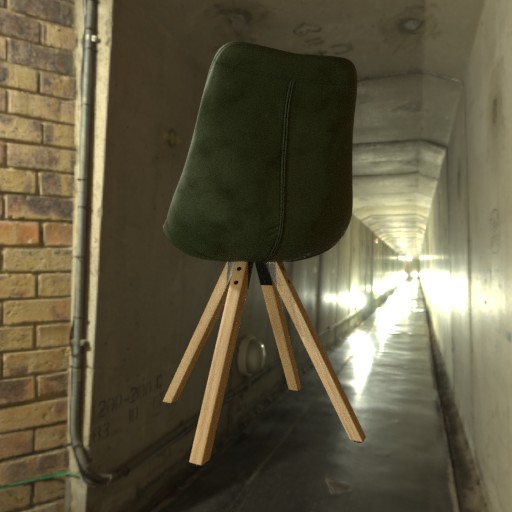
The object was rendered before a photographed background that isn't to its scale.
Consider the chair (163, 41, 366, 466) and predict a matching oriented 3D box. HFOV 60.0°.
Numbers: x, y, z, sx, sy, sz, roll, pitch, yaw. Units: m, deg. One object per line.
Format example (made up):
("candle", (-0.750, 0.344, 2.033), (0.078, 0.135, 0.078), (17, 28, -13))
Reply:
("chair", (0.000, 0.000, 1.172), (0.483, 0.865, 0.547), (0, 0, -18))
